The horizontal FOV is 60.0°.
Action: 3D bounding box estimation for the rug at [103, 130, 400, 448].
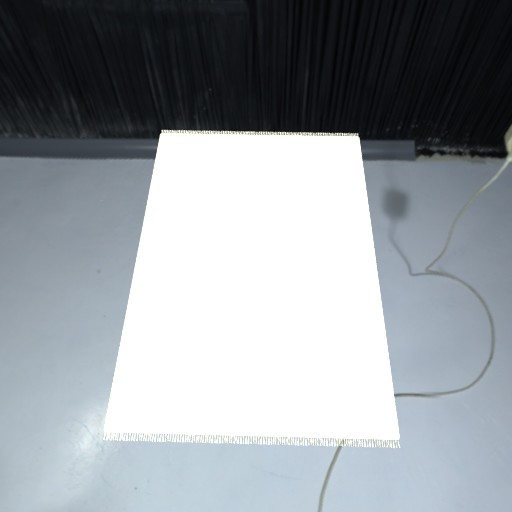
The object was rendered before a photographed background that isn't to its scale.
[{"bbox_3d":[0.000,0.000,2.827,1.514,0.011,2.233,1,59,1],"label":"rug"}]
